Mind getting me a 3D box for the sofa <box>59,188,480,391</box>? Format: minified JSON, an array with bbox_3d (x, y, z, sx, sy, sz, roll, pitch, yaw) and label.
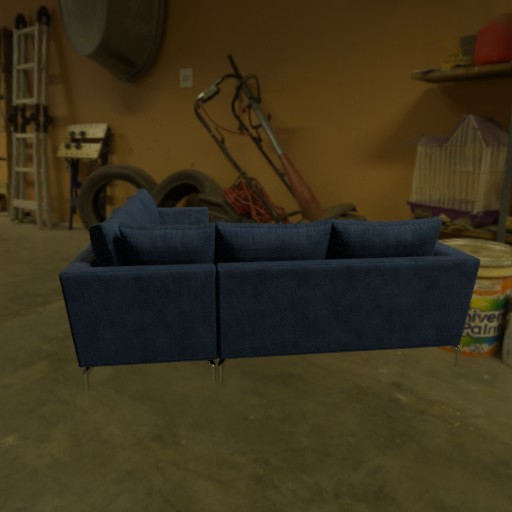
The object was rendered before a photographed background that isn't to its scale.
[{"bbox_3d":[0.000,0.000,3.794,2.472,0.988,2.463,-2,14,-7],"label":"sofa"}]
